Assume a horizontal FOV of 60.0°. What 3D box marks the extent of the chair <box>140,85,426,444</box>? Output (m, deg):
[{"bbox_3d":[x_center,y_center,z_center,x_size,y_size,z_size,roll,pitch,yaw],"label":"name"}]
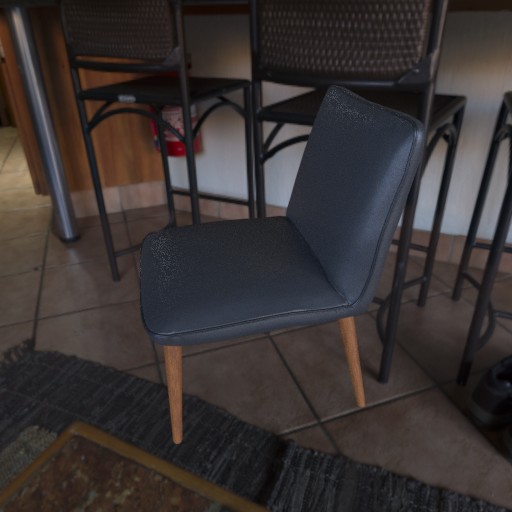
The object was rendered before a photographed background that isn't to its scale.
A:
[{"bbox_3d":[0.000,0.000,1.208,0.645,0.801,0.543,-9,31,-15],"label":"chair"}]
